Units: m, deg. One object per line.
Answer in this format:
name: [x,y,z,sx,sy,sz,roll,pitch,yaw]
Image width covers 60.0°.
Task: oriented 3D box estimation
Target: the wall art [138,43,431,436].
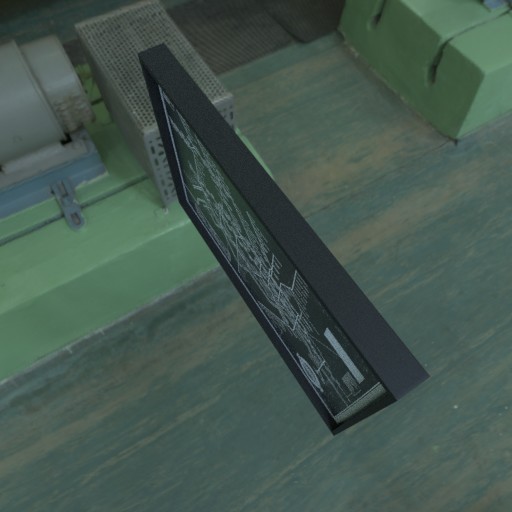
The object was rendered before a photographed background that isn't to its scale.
wall art: [0.000,0.000,0.834,0.051,0.456,0.671,-30,67,-14]
